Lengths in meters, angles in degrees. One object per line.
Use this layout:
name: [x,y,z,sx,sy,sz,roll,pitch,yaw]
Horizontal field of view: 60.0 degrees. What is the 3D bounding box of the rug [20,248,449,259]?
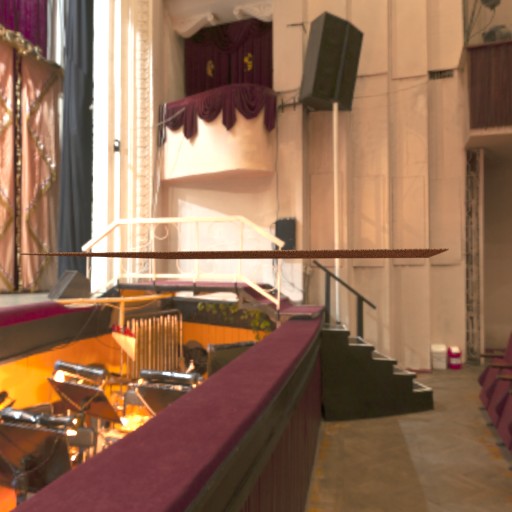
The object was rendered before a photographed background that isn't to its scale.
rug: [0.000,0.000,4.034,3.048,0.013,2.439,0,-1,19]
